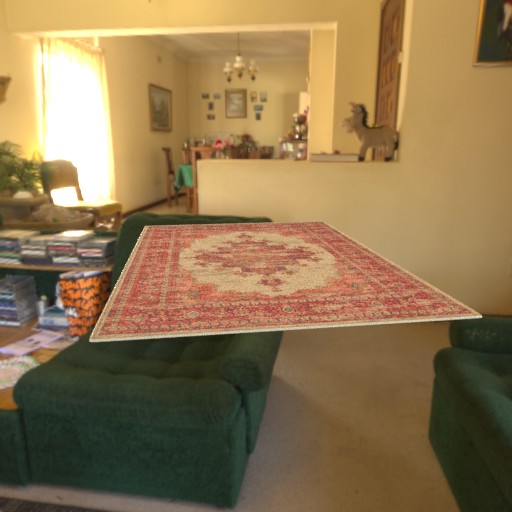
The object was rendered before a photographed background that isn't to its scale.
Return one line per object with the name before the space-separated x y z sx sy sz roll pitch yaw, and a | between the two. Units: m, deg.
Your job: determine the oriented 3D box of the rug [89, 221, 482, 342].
rug | 0.000 0.000 2.772 1.555 0.011 2.232 -2 15 -8
